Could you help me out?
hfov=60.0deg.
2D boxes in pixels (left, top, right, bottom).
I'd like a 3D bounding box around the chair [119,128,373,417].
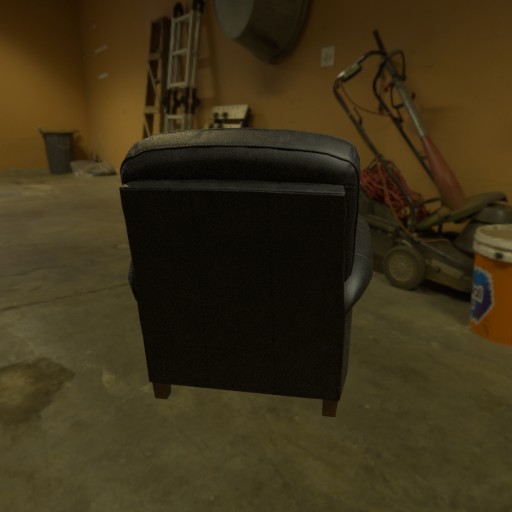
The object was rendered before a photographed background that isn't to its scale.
[{"bbox_3d":[0.000,0.000,1.822,0.936,1.018,0.986,3,17,9],"label":"chair"}]
